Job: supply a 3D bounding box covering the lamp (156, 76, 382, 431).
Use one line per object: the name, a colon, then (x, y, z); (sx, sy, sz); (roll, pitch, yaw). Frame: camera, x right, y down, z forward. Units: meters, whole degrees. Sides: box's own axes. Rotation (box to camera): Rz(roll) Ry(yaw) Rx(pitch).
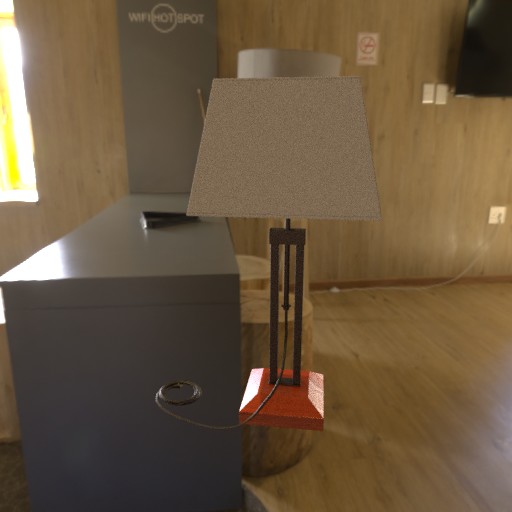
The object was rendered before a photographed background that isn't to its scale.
lamp: (0.000, 0.000, 0.995); (0.498, 0.737, 0.310); (2, 15, 8)
